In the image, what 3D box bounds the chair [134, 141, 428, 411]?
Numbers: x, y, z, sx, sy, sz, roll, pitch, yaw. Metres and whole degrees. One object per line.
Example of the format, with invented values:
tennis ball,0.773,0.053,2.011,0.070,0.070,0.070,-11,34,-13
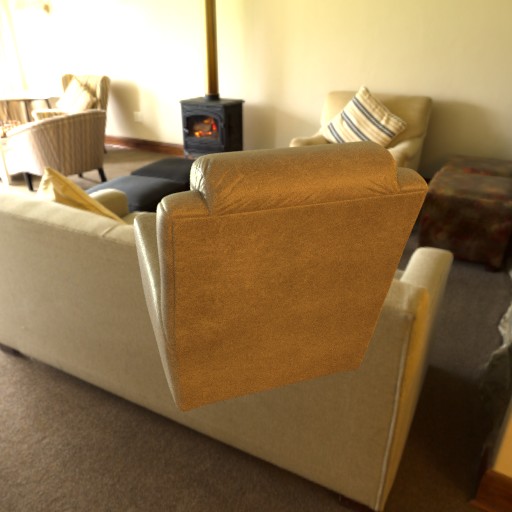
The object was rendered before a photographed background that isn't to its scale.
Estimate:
chair,0.000,0.000,1.944,0.967,1.116,1.068,-9,28,-17
